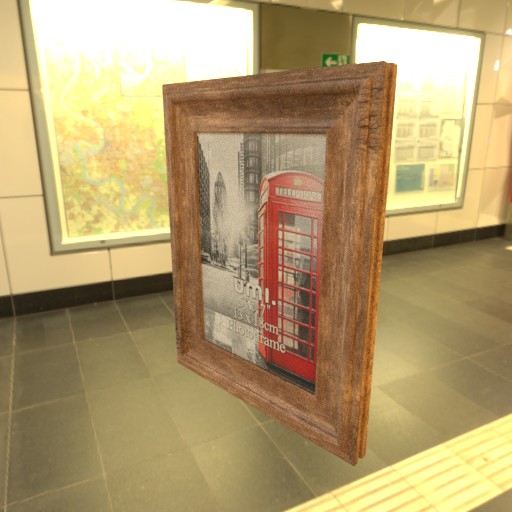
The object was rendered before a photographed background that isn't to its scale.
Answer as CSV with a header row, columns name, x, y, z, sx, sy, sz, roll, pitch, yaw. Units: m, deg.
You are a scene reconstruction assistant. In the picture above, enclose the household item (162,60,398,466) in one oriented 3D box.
name,x,y,z,sx,sy,sz,roll,pitch,yaw
household item,0.000,0.000,0.313,0.186,0.237,0.018,15,22,42
